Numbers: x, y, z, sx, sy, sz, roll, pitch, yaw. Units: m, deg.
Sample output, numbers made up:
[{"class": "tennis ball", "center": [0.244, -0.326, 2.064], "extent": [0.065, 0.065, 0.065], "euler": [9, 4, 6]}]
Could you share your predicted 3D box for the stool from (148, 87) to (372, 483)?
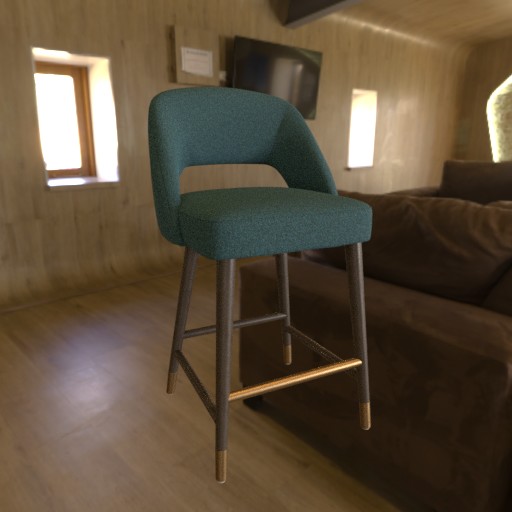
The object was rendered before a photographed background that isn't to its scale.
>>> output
[{"class": "stool", "center": [0.000, 0.000, 1.246], "extent": [0.536, 0.939, 0.522], "euler": [-7, 16, -26]}]
